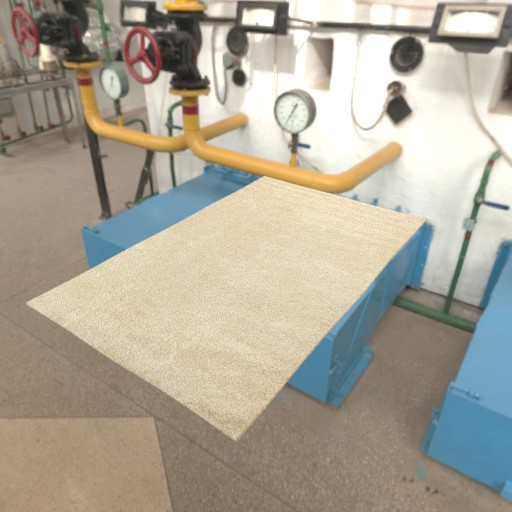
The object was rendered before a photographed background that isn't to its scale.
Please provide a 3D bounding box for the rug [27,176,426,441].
[{"bbox_3d":[0.000,0.000,2.938,1.500,0.025,2.346,21,37,30],"label":"rug"}]
